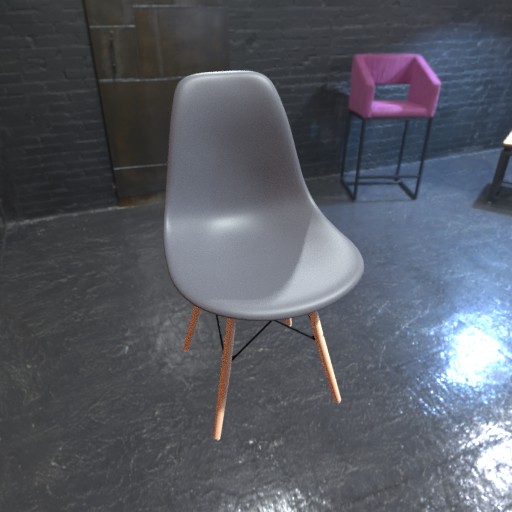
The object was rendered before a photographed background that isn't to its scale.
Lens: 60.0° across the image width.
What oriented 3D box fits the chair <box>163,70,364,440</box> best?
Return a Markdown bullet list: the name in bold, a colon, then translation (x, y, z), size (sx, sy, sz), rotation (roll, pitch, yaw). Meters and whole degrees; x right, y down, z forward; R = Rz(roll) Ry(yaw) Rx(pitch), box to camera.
- **chair**: translation (0.000, 0.000, 1.156), size (0.470, 0.826, 0.533), rotation (-11, 33, -17)
